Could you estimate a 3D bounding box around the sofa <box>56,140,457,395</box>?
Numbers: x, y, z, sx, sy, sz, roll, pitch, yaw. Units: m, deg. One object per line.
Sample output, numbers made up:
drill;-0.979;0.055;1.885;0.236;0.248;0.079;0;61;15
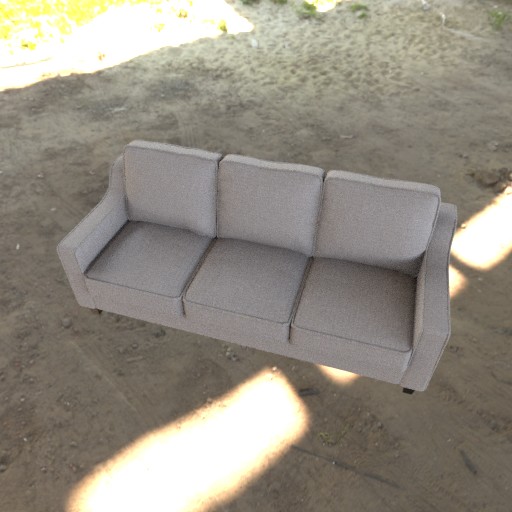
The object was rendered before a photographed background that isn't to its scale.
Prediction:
sofa;0.000;0.000;2.645;2.129;0.950;0.899;12;43;13
